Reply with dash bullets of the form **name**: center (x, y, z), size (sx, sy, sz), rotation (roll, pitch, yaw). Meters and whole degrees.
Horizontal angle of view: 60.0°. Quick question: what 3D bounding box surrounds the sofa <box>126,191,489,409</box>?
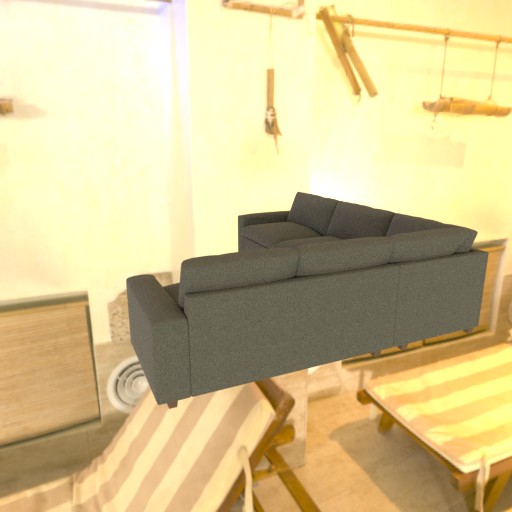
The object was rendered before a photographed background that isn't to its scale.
- **sofa**: center (0.000, 0.000, 4.720), size (2.895, 0.965, 3.277), rotation (-7, 17, -24)
